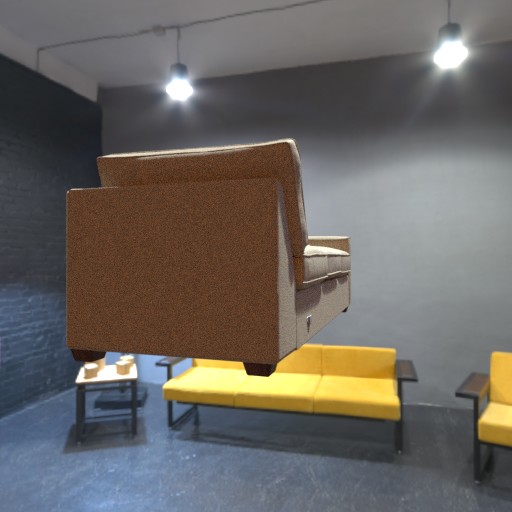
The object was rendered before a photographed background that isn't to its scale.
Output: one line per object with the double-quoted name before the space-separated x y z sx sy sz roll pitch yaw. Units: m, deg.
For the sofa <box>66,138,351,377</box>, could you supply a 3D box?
"sofa" 0.000 0.000 2.905 1.053 0.948 2.323 0 0 19
